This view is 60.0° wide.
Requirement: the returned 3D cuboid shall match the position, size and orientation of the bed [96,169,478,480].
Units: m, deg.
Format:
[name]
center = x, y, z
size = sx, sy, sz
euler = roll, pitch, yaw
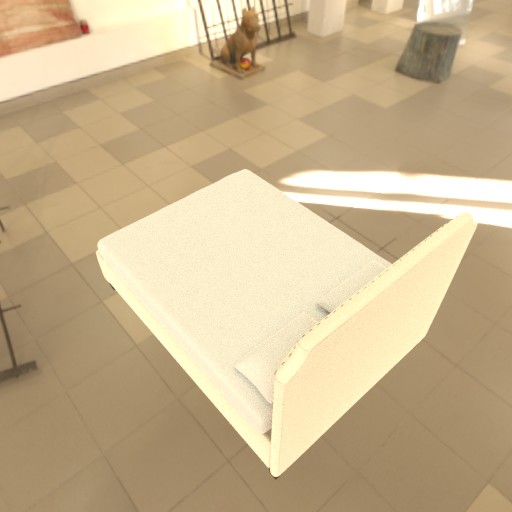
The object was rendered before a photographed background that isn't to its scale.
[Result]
[bed]
center = 0.000, 0.000, 3.433
size = 1.712, 1.497, 2.372
euler = -32, 53, -28
